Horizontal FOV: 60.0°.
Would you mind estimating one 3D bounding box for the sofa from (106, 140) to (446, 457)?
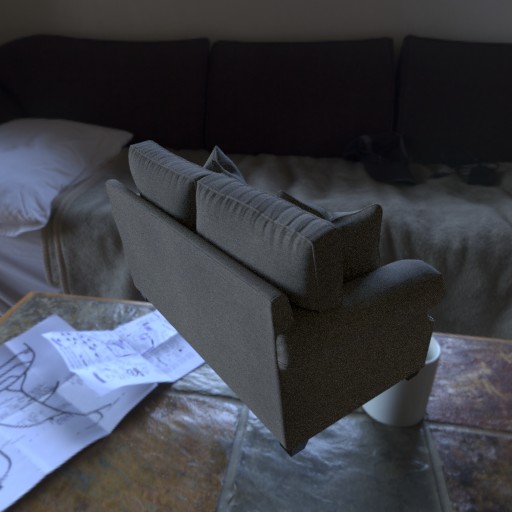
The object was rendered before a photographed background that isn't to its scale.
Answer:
[{"bbox_3d":[0.000,0.000,2.273,0.966,0.966,1.701,-18,31,-31],"label":"sofa"}]
